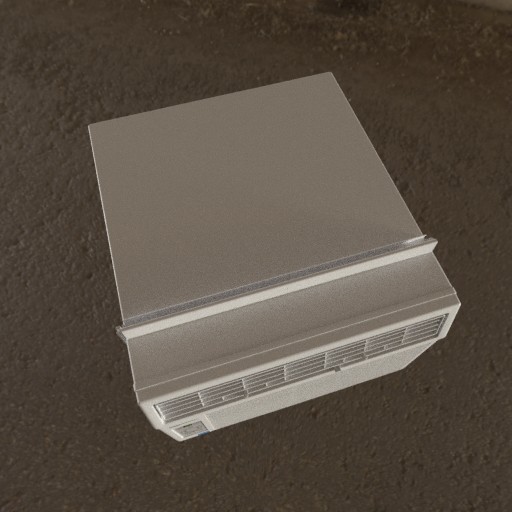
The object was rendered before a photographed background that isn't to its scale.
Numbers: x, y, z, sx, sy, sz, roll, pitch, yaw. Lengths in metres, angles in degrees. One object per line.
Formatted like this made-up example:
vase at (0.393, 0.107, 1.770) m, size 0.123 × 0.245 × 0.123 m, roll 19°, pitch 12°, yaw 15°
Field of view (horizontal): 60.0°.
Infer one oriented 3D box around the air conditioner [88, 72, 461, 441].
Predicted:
air conditioner at (0.000, 0.000, 0.874) m, size 0.503 × 0.388 × 0.546 m, roll -15°, pitch 63°, yaw -8°
